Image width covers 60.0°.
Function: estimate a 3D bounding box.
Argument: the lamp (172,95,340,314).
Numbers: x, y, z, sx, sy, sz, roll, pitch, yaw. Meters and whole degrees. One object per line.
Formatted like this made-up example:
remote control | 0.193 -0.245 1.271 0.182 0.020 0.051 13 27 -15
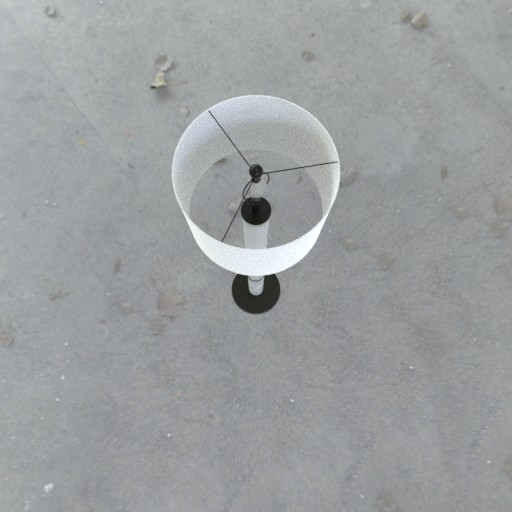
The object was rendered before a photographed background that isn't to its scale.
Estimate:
lamp | 0.000 0.000 1.755 0.377 1.599 0.377 -35 79 -8
